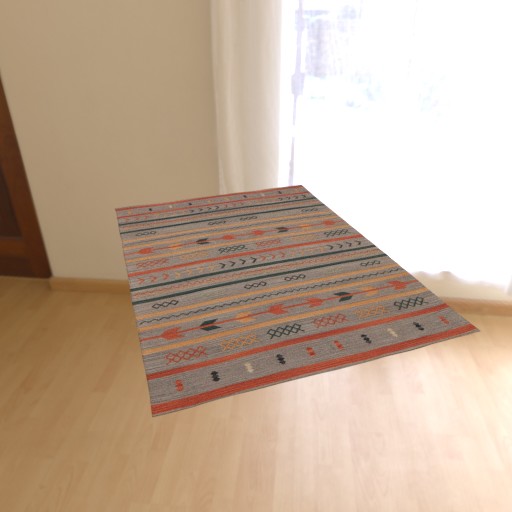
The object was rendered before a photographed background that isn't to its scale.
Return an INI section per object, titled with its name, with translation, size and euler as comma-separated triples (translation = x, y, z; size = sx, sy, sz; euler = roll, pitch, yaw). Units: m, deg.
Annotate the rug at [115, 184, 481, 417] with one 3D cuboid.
[rug]
translation = 0.000, 0.000, 3.995
size = 2.263, 0.022, 3.029
euler = -10, 31, -17
